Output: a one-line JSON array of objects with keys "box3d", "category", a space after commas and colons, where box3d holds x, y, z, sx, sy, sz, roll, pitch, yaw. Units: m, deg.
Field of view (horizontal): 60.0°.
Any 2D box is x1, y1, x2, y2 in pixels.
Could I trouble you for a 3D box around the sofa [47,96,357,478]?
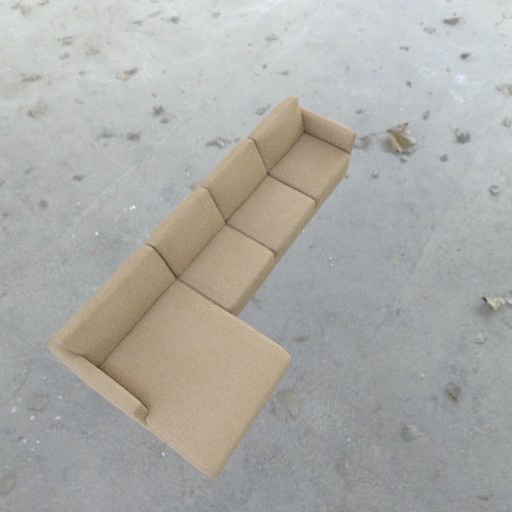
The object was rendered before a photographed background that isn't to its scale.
[{"box3d": [0.000, 0.000, 3.812, 1.502, 0.876, 3.201, 30, 63, 17], "category": "sofa"}]
